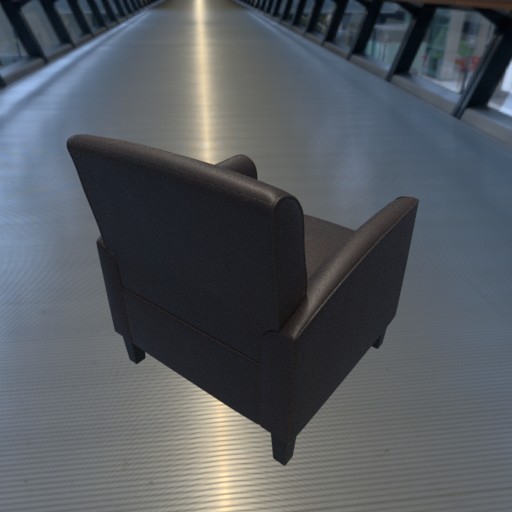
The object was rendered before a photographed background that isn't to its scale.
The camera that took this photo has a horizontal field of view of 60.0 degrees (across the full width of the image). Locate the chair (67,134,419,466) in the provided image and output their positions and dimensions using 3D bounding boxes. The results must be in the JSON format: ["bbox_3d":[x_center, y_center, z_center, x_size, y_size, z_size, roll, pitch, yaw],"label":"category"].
[{"bbox_3d":[0.000,0.000,1.552,0.820,0.916,0.819,22,37,32],"label":"chair"}]
